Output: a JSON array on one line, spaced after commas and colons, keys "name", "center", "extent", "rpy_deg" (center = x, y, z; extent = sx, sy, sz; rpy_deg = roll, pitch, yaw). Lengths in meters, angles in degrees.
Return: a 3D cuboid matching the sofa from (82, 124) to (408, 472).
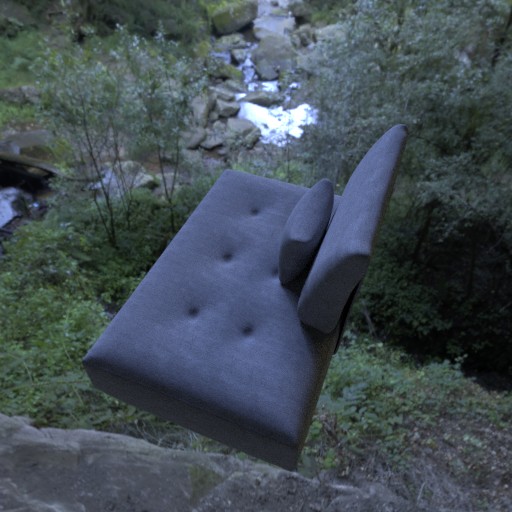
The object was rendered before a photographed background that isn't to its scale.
[{"name": "sofa", "center": [0.000, 0.000, 2.035], "extent": [1.002, 0.820, 1.450], "rpy_deg": [17, 49, 15]}]
